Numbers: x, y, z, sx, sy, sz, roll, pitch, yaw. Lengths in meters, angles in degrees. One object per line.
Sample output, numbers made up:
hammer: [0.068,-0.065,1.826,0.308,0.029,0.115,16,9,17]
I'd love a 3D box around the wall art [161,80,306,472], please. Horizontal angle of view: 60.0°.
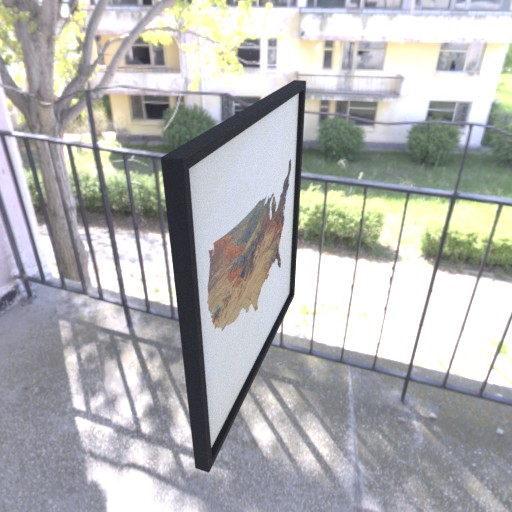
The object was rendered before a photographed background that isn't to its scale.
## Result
wall art: [0.000,0.000,0.466,0.015,0.303,0.304,10,32,17]
